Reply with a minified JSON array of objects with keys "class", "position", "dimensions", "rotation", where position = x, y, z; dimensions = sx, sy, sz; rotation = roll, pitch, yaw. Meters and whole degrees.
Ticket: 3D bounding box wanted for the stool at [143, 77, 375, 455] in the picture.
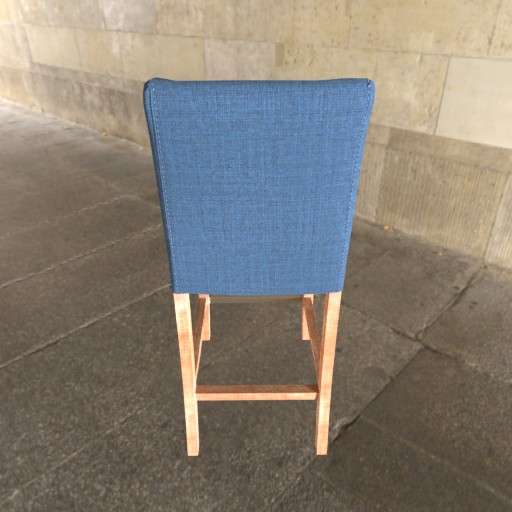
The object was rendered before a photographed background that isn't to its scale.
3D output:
[{"class":"stool","position":[0.000,0.000,1.290],"dimensions":[0.454,1.039,0.567],"rotation":[0,30,0]}]
